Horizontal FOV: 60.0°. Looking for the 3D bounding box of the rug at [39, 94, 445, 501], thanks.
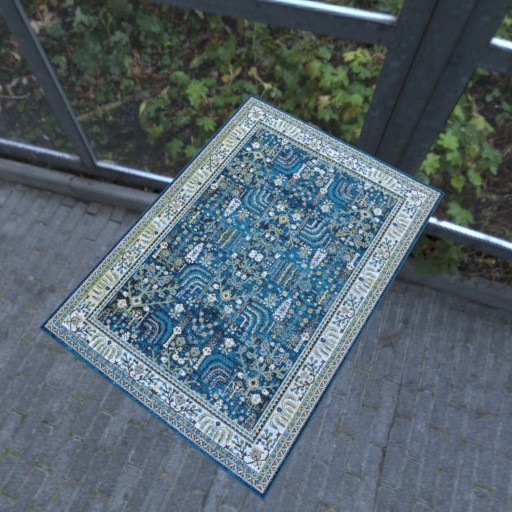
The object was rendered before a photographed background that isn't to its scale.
[{"bbox_3d":[0.000,0.000,2.809,1.594,0.013,2.213,32,69,14],"label":"rug"}]
